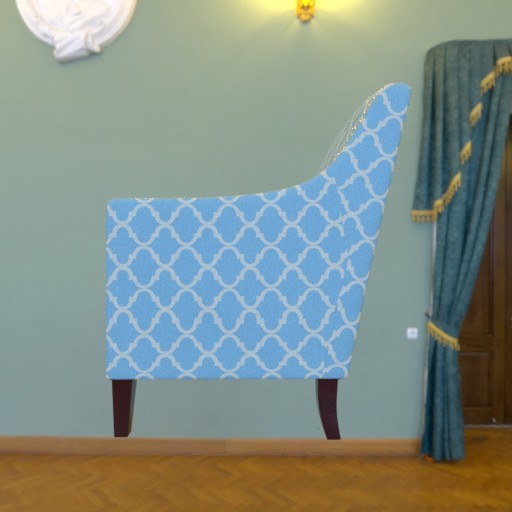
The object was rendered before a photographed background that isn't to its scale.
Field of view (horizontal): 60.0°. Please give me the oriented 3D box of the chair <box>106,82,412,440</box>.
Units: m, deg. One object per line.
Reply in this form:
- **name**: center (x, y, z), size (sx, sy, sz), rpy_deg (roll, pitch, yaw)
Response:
- **chair**: center (0.000, 0.000, 1.285), size (0.686, 0.817, 0.617), rpy_deg (0, 0, -1)
